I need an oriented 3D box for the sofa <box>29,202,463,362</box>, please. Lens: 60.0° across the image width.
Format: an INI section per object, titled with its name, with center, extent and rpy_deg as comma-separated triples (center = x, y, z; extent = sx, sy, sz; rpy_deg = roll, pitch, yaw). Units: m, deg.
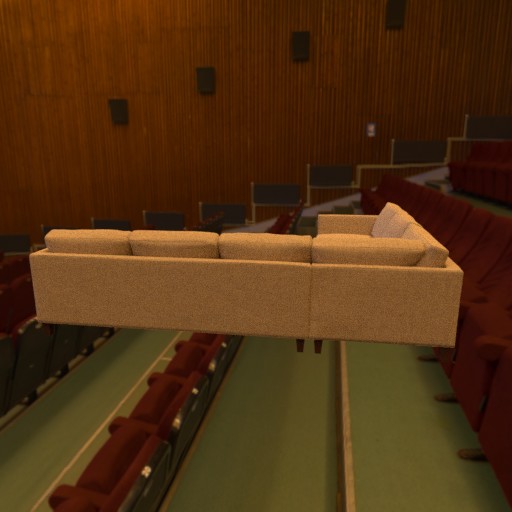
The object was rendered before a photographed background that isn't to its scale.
[sofa]
center = 0.000, 0.000, 4.384
extent = 3.182, 0.863, 2.432
rpy_deg = 2, 14, 8
